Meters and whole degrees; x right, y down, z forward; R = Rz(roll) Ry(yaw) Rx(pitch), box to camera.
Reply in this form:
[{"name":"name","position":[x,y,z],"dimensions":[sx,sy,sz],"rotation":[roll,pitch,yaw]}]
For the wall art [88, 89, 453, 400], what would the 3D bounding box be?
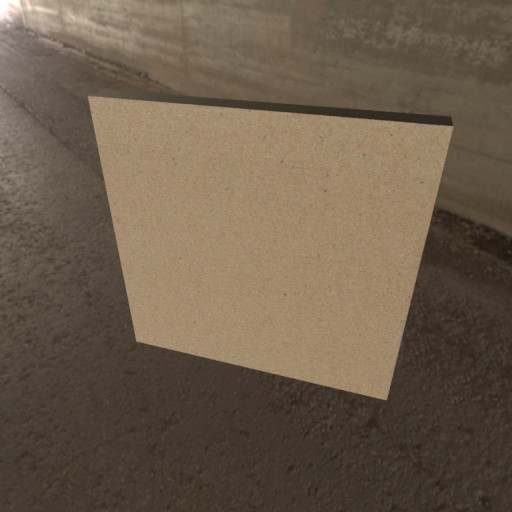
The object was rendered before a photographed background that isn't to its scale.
[{"name":"wall art","position":[0.000,0.000,0.480],"dimensions":[0.327,0.318,0.029],"rotation":[10,34,15]}]
